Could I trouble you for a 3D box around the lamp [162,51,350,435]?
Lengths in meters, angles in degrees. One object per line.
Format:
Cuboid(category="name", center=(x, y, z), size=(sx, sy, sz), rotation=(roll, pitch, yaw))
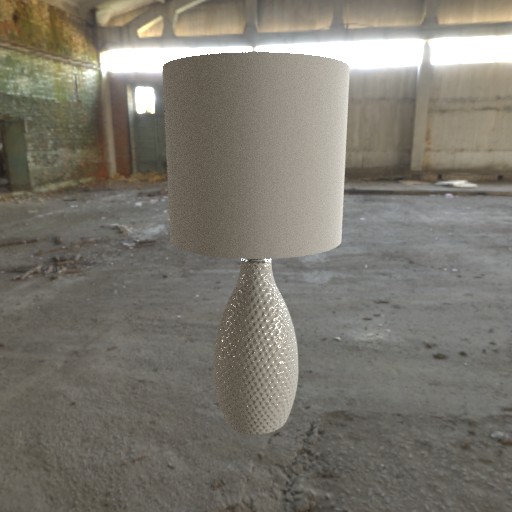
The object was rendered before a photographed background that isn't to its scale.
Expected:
Cuboid(category="lamp", center=(0.000, 0.000, 0.573), size=(0.214, 0.466, 0.214), rotation=(2, 14, 10))
